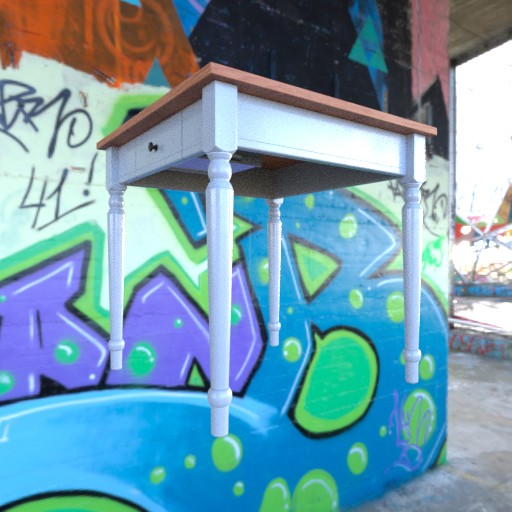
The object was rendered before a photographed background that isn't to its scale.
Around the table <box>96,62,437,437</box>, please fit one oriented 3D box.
[{"bbox_3d":[0.000,0.000,1.361,0.747,0.738,0.747,0,0,-36],"label":"table"}]
